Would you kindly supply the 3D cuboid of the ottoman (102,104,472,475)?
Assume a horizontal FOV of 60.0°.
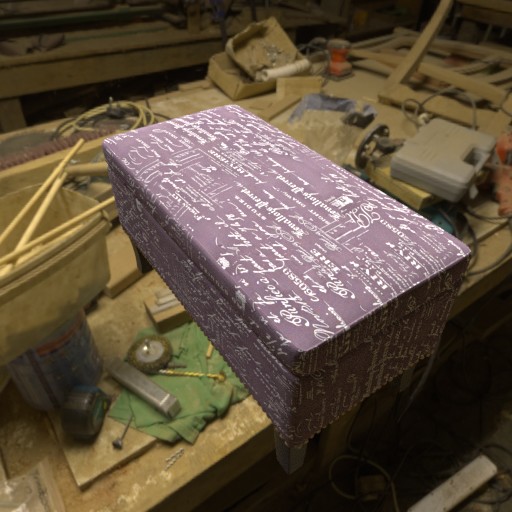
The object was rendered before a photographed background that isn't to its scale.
[{"bbox_3d":[0.000,0.000,1.073,0.406,0.457,0.813,-25,47,-25],"label":"ottoman"}]
